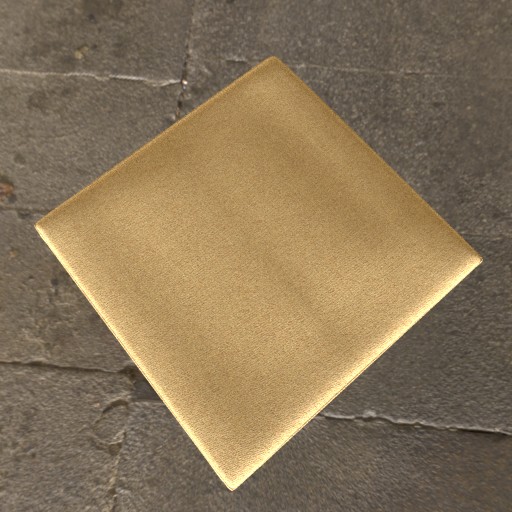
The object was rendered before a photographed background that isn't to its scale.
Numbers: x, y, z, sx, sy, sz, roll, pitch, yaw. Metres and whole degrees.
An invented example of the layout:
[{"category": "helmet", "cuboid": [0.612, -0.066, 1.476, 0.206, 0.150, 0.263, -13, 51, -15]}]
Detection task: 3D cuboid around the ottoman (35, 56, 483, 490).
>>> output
[{"category": "ottoman", "cuboid": [0.000, 0.000, 1.475, 0.981, 0.378, 0.970, -39, 77, -11]}]
